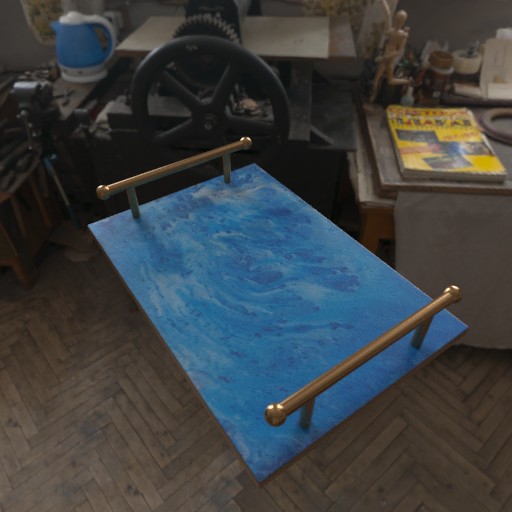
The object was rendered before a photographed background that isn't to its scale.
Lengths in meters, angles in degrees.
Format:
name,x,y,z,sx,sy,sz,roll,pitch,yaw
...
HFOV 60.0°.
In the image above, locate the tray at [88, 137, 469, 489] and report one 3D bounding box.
name,x,y,z,sx,sy,sz,roll,pitch,yaw
tray,0.000,0.000,0.573,0.304,0.084,0.444,-26,49,-25
